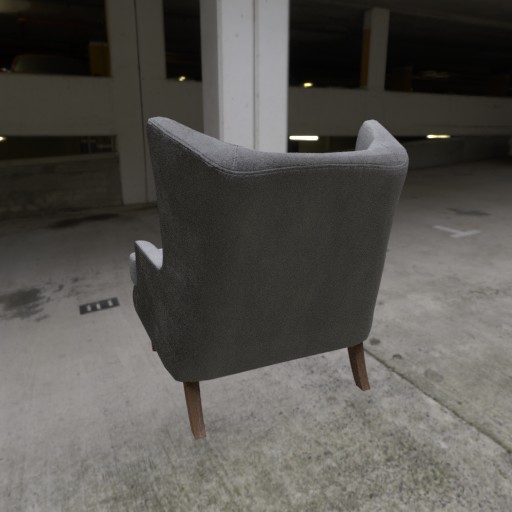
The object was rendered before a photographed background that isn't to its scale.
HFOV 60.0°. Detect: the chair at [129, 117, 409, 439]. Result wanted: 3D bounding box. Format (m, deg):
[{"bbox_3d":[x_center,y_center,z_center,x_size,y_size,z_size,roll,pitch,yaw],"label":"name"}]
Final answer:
[{"bbox_3d":[0.000,0.000,1.615,0.784,0.950,0.906,-7,17,-24],"label":"chair"}]
